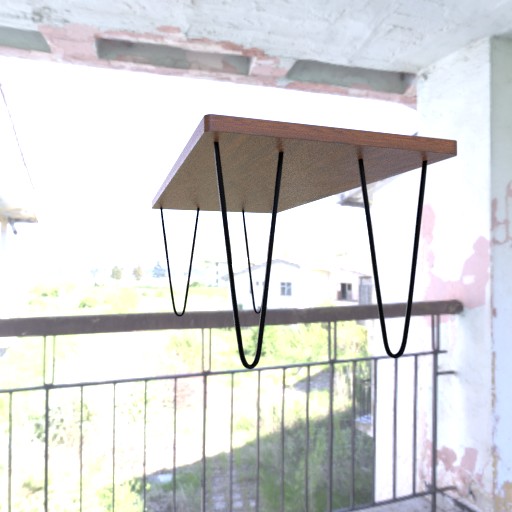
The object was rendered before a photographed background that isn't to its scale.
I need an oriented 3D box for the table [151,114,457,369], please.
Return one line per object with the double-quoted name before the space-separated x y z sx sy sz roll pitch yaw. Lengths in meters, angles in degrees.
"table" 0.000 0.000 2.216 0.883 0.753 1.791 0 -1 -18
